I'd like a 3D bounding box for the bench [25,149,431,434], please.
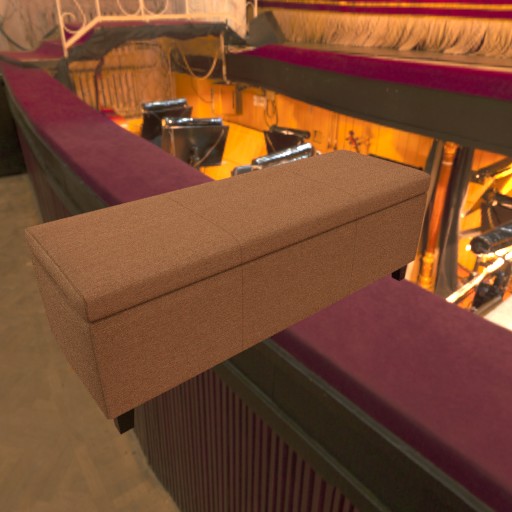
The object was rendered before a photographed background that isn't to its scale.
[{"bbox_3d":[0.000,0.000,1.466,1.269,0.438,0.446,-21,35,-33],"label":"bench"}]
